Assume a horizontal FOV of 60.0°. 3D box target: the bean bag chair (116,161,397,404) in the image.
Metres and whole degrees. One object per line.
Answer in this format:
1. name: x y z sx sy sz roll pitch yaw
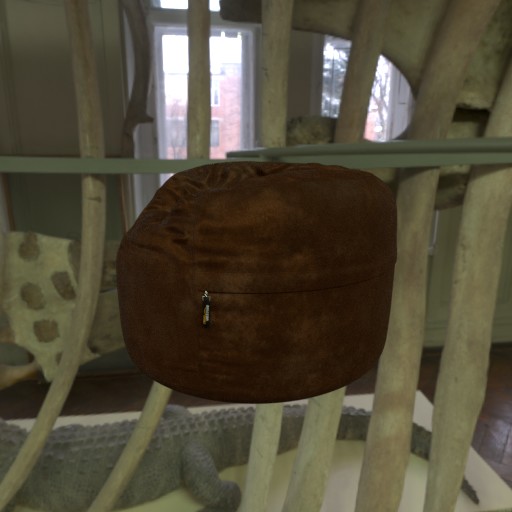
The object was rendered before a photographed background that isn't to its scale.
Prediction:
1. bean bag chair: 0.000 0.000 1.509 0.918 0.616 0.918 0 14 0
